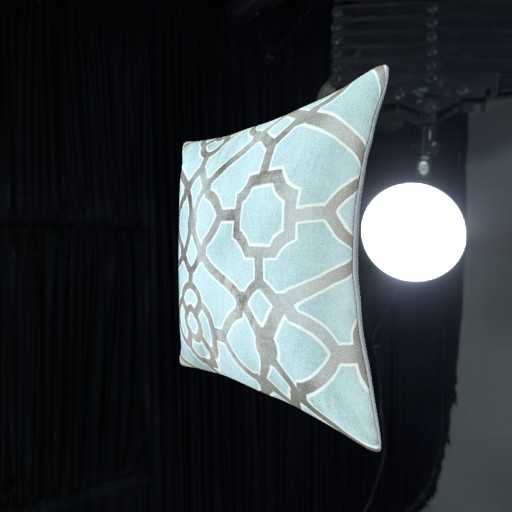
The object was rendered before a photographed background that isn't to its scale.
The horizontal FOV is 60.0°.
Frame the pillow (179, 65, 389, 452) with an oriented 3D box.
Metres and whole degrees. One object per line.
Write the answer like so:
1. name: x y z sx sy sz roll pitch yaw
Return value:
1. pillow: 0.000 0.000 0.797 0.166 0.508 0.552 -1 2 -37
